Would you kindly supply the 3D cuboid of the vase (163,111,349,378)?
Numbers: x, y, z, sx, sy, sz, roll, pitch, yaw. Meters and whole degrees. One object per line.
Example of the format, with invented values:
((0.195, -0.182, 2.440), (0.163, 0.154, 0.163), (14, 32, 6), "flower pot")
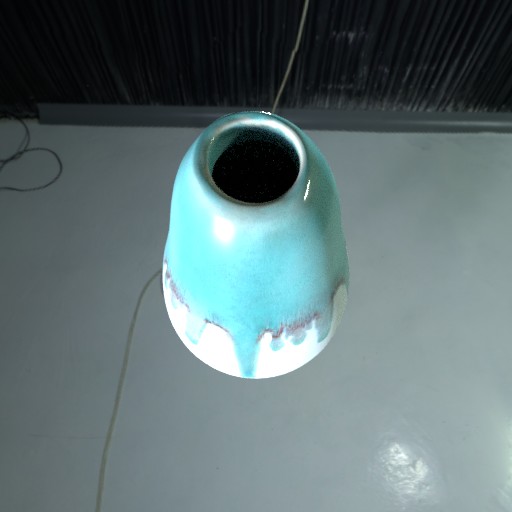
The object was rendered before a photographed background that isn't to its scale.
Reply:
((0.000, 0.000, 0.248), (0.116, 0.179, 0.116), (0, 64, 0), "vase")
